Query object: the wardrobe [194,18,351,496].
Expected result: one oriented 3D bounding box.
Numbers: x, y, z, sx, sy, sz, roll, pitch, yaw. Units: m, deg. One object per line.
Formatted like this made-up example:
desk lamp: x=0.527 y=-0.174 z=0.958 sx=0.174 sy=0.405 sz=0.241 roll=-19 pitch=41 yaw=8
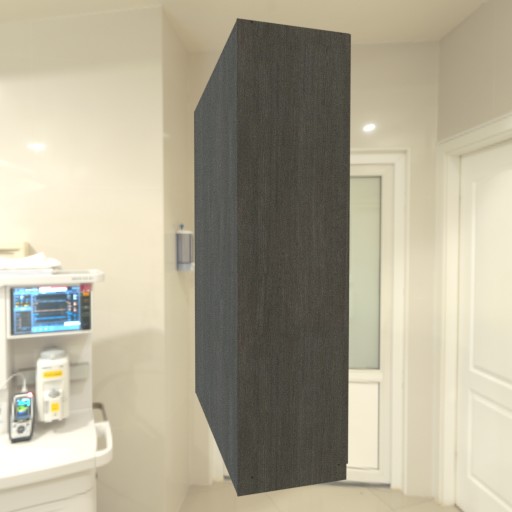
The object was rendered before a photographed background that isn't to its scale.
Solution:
wardrobe: x=0.000 y=0.000 z=2.457 sx=0.510 sy=1.910 sz=1.290 roll=-1 pitch=2 yaw=-15
